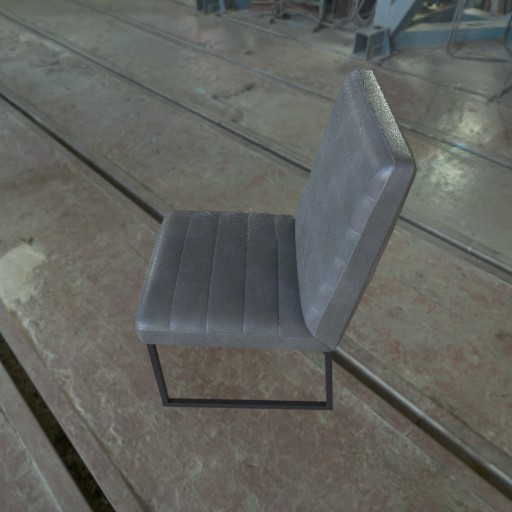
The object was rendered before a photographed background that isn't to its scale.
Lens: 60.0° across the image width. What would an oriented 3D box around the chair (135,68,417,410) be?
[{"bbox_3d":[0.000,0.000,1.309,0.634,0.930,0.520,1,42,1],"label":"chair"}]
